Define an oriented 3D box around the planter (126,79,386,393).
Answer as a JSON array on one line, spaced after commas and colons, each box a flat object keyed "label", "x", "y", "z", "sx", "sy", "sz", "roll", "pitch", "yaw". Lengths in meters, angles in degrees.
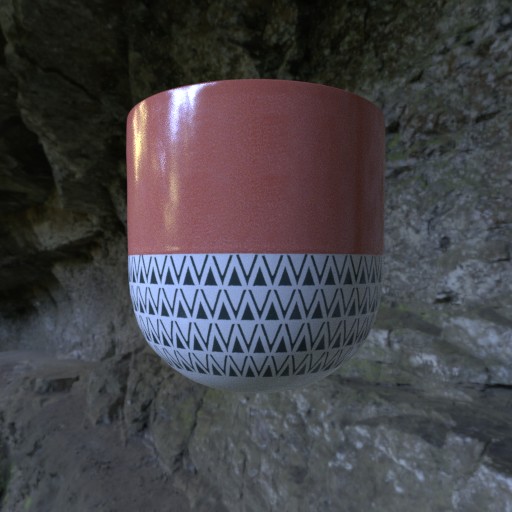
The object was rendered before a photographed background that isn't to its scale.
[{"label": "planter", "x": 0.000, "y": 0.000, "z": 0.473, "sx": 0.266, "sy": 0.270, "sz": 0.266, "roll": 0, "pitch": -1, "yaw": 0}]
